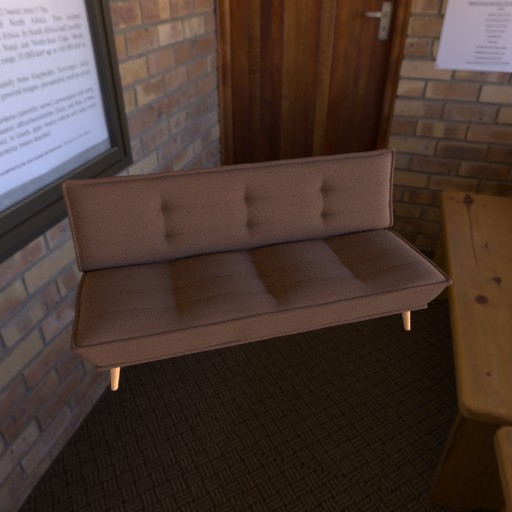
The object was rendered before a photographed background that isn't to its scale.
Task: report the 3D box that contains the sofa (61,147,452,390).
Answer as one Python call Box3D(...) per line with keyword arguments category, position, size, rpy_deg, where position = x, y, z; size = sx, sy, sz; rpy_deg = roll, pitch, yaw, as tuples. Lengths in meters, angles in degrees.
Box3D(category="sofa", position=(0.000, 0.000, 2.498), size=(1.940, 0.890, 0.950), rpy_deg=(-8, 33, -13))
